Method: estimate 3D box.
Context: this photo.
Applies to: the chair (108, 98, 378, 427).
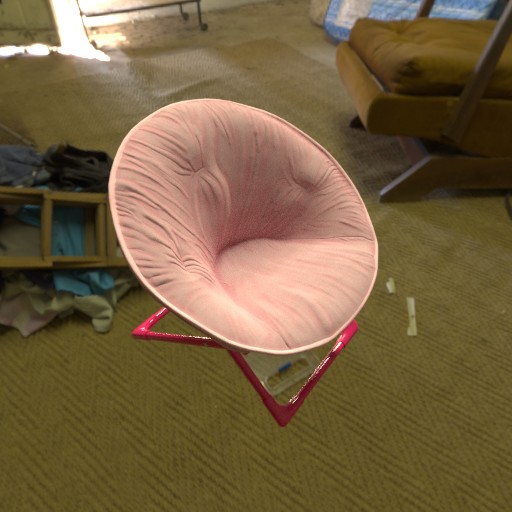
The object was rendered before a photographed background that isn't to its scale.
[{"bbox_3d":[0.000,0.000,0.889,0.459,0.494,0.522,27,48,27],"label":"chair"}]
